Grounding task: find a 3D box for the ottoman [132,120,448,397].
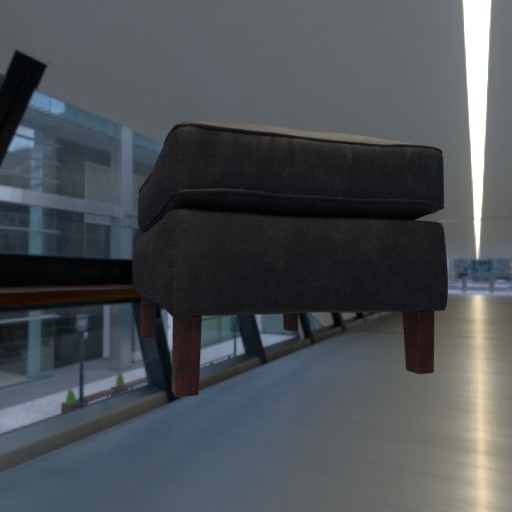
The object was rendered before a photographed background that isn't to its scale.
[{"bbox_3d":[0.000,0.000,0.971,0.501,0.413,0.665,1,-2,-19],"label":"ottoman"}]
